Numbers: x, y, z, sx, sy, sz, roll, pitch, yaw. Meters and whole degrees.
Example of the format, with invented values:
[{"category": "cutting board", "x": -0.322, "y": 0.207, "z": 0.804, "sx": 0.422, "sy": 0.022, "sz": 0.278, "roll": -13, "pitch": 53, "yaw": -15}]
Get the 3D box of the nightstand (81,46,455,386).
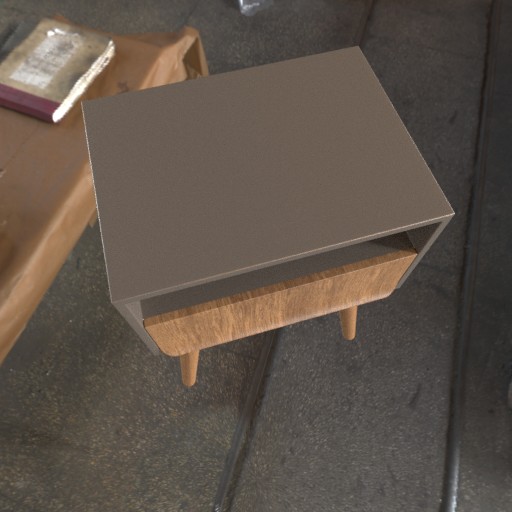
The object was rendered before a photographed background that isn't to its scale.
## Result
[{"category": "nightstand", "x": 0.000, "y": 0.000, "z": 0.737, "sx": 0.370, "sy": 0.508, "sz": 0.288, "roll": -14, "pitch": 64, "yaw": -7}]
